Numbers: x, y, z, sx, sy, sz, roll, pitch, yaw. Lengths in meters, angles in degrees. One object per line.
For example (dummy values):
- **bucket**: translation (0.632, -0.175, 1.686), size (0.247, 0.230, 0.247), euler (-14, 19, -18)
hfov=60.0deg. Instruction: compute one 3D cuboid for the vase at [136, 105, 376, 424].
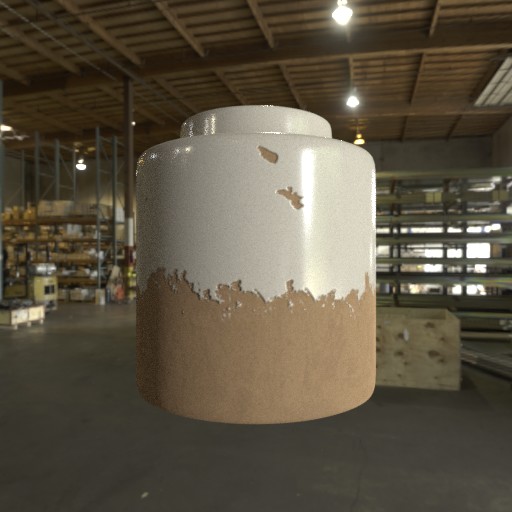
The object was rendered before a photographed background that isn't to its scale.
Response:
- **vase**: translation (0.000, 0.000, 0.293), size (0.153, 0.167, 0.153), euler (0, 0, 0)
